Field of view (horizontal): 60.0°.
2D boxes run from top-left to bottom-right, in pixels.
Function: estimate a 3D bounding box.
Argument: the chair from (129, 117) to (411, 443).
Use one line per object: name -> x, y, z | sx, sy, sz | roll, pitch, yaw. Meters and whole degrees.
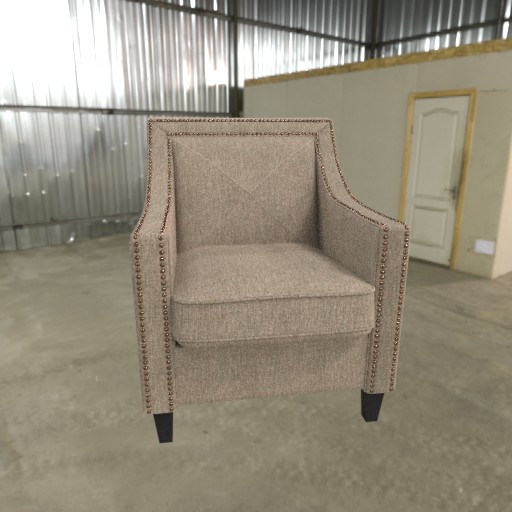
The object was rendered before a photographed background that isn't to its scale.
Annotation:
chair -> 0.000, 0.000, 1.588 | 0.776, 0.967, 0.884 | -2, 16, -8
